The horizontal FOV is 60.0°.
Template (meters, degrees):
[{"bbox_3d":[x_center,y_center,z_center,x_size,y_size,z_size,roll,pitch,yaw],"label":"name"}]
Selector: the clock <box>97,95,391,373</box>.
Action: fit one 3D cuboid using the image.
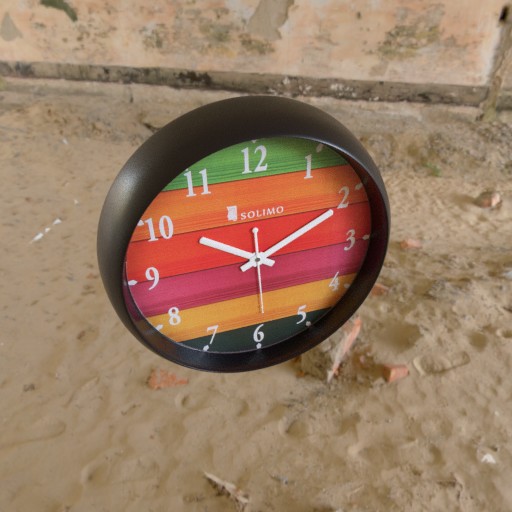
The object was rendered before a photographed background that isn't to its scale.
[{"bbox_3d":[0.000,0.000,0.445,0.300,0.300,0.060,-10,35,-15],"label":"clock"}]
